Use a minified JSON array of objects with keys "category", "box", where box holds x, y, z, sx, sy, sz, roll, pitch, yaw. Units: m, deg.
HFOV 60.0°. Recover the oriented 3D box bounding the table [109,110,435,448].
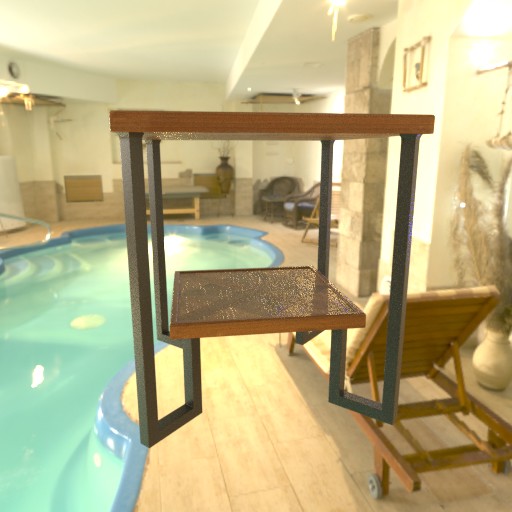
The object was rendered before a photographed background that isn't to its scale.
[{"category":"table","box":[0.000,0.000,0.975,0.503,0.563,0.503,-2,13,-8]}]
